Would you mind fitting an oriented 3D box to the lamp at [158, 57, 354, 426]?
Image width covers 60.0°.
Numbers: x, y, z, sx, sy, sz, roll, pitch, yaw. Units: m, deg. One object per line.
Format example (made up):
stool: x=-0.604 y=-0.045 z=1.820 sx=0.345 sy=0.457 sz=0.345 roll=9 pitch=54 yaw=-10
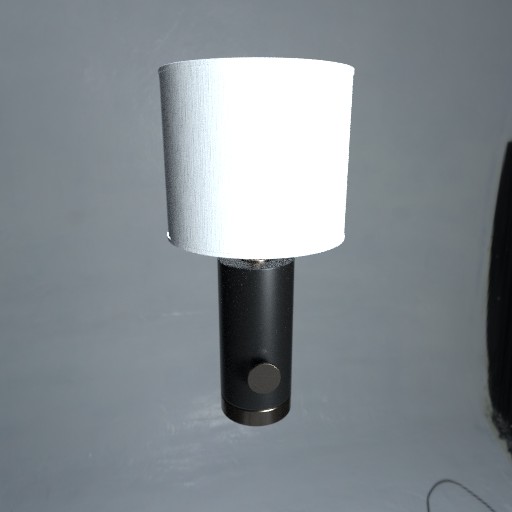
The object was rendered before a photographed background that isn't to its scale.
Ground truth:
lamp: x=0.000 y=0.000 z=0.623 sx=0.241 sy=0.482 sz=0.240 roll=-2 pitch=17 yaw=-8
